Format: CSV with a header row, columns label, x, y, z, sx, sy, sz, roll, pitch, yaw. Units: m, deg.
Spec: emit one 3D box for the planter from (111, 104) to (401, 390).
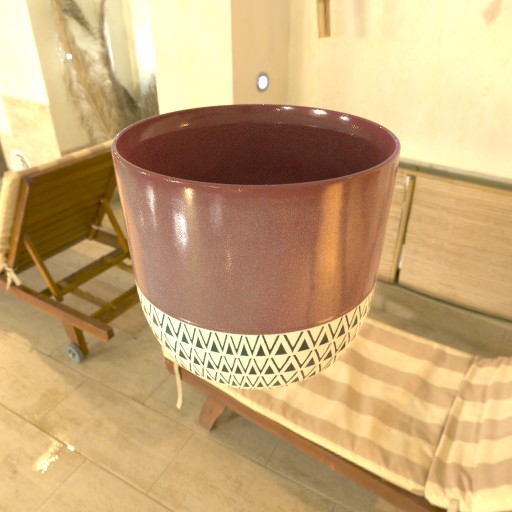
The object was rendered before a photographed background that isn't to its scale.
label,x,y,z,sx,sy,sz,roll,pitch,yaw
planter,0.000,0.000,0.490,0.266,0.270,0.266,0,31,0
